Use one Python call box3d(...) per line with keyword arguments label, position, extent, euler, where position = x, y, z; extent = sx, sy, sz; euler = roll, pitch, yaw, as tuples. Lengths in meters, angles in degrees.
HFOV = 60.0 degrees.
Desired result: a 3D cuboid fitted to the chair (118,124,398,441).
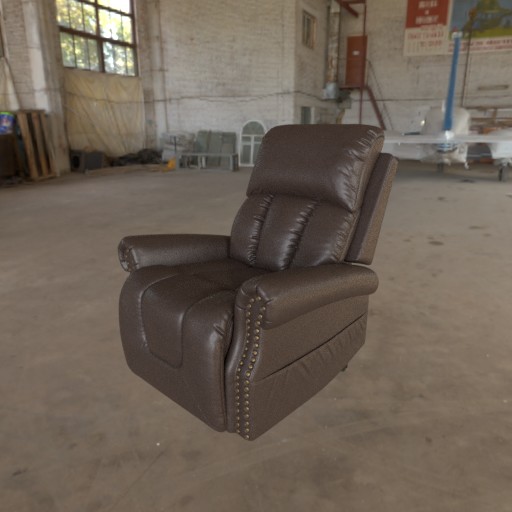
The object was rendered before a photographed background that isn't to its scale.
box3d(label="chair", position=(0.000, 0.000, 1.796), extent=(0.869, 1.028, 0.978), euler=(15, 22, 42))
